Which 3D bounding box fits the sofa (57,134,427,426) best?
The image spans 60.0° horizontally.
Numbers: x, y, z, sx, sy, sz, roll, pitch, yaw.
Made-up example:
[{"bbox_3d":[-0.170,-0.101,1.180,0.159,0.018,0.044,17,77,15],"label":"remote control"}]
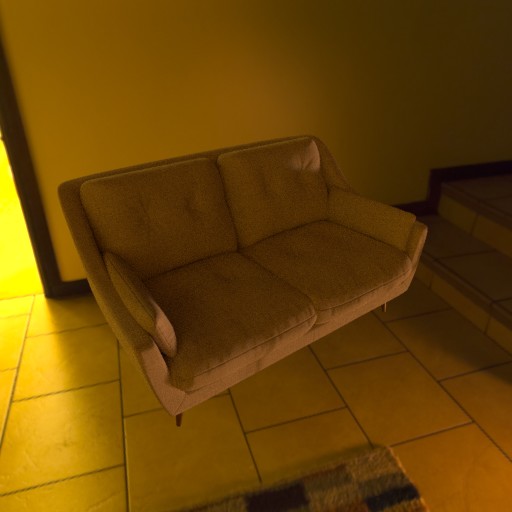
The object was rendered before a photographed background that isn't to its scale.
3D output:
[{"bbox_3d":[0.000,0.000,2.251,1.652,0.888,0.965,-20,34,-32],"label":"sofa"}]
